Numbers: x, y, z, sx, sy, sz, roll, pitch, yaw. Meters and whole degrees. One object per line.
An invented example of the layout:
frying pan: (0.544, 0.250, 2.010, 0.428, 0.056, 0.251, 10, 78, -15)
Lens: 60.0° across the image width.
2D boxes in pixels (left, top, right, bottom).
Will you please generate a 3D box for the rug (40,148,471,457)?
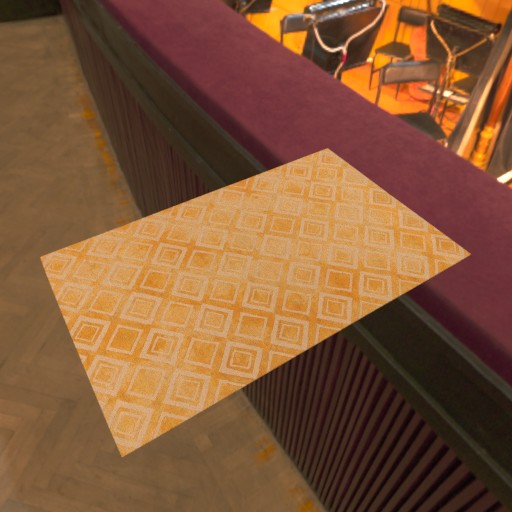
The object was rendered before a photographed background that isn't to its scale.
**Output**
rug: (0.000, 0.000, 2.924, 2.424, 0.010, 1.511, -25, 51, -22)
